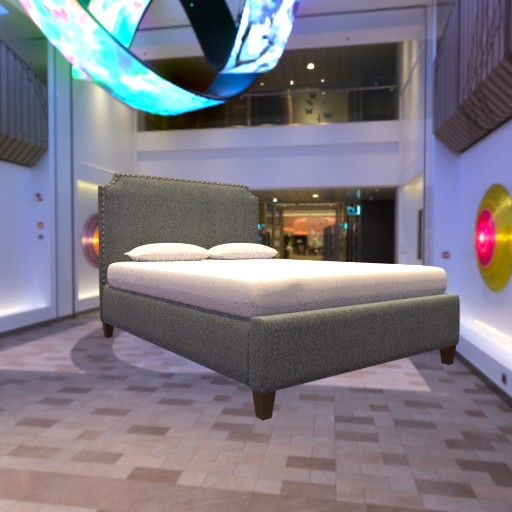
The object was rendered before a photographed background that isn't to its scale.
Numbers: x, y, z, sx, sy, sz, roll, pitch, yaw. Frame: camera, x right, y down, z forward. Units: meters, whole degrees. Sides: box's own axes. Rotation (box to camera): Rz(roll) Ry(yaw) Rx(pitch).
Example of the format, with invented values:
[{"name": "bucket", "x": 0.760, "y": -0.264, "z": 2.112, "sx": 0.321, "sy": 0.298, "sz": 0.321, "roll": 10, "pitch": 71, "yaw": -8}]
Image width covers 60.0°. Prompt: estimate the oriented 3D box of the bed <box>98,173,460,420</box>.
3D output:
[{"name": "bed", "x": 0.000, "y": 0.000, "z": 3.427, "sx": 1.712, "sy": 1.443, "sz": 2.372, "roll": -1, "pitch": 2, "yaw": -36}]
